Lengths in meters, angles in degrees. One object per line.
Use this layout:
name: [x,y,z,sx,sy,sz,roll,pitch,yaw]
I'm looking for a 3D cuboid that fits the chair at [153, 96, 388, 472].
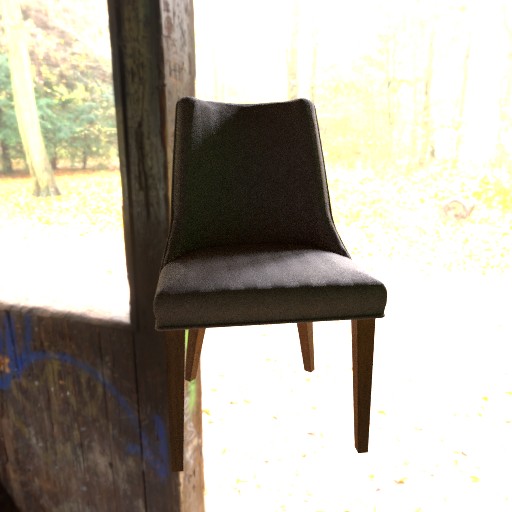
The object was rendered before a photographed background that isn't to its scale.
chair: [0.000,0.000,1.299,0.548,0.916,0.636,-2,15,-8]
